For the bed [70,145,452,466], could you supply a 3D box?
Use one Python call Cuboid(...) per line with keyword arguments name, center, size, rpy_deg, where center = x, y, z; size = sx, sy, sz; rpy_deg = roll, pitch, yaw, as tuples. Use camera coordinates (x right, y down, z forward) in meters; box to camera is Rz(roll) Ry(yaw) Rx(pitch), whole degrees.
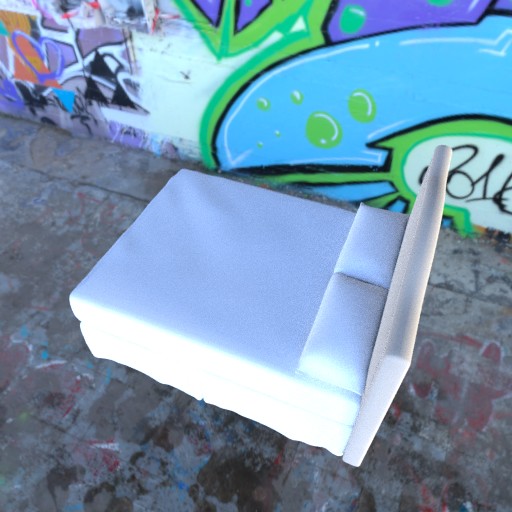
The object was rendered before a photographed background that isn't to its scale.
Cuboid(name="bed", center=(0.000, 0.000, 3.002), size=(2.052, 1.398, 1.678), rpy_deg=(17, 49, 15))
